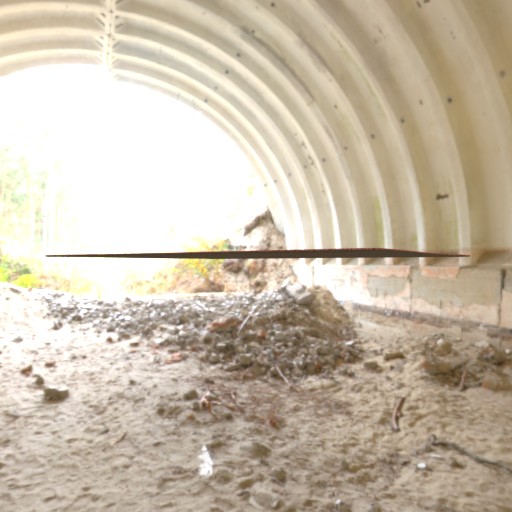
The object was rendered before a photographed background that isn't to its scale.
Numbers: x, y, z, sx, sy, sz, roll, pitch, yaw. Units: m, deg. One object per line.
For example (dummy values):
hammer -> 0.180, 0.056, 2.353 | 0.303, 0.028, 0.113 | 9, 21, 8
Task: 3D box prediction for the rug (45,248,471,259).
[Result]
rug -> 0.000, 0.000, 5.036 | 3.965, 0.025, 2.803 | -1, -1, 36
